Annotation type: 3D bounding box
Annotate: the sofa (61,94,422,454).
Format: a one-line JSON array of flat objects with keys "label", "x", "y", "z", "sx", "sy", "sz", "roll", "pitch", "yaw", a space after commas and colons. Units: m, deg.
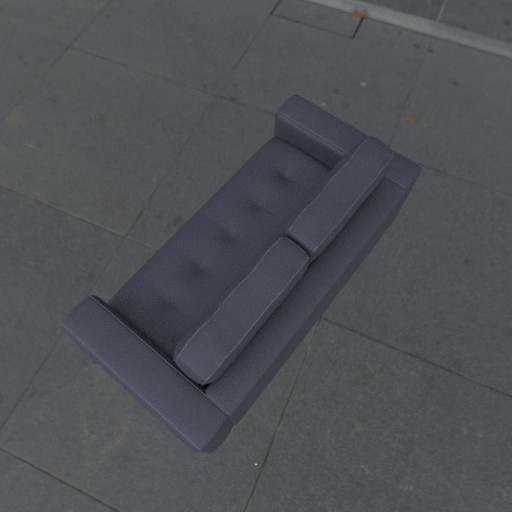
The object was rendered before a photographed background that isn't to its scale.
[{"label": "sofa", "x": 0.000, "y": 0.000, "z": 2.229, "sx": 0.833, "sy": 0.893, "sz": 1.726, "roll": 36, "pitch": 70, "yaw": 15}]
